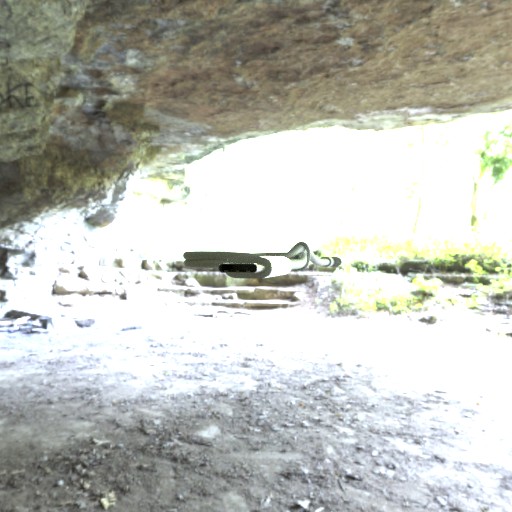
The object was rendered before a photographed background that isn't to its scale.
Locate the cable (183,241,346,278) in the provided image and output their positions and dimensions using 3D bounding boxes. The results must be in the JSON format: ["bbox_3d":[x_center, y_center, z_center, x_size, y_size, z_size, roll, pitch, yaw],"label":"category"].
[{"bbox_3d":[0.000,0.000,0.223,0.070,0.014,0.203,0,0,17],"label":"cable"}]
